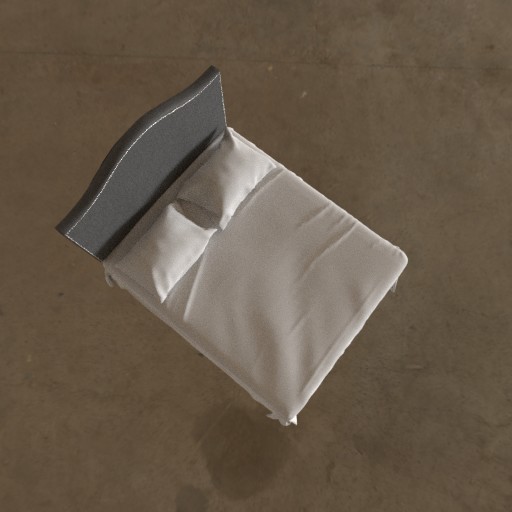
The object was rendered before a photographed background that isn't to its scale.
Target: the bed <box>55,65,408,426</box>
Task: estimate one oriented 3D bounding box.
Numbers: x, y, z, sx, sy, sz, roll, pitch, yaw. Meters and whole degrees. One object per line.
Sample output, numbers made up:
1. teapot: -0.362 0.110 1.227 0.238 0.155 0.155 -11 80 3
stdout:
1. bed: 0.000 0.000 3.465 2.221 1.645 1.876 38 79 9
